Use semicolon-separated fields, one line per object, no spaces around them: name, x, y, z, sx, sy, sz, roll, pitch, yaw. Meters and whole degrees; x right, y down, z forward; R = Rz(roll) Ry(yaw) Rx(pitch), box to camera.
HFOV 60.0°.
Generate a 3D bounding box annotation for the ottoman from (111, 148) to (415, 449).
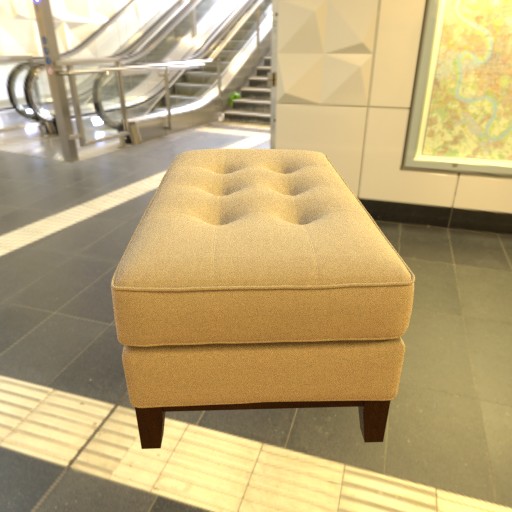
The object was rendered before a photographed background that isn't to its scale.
ottoman;0.000;0.000;1.467;0.648;0.508;1.143;-1;26;-2
